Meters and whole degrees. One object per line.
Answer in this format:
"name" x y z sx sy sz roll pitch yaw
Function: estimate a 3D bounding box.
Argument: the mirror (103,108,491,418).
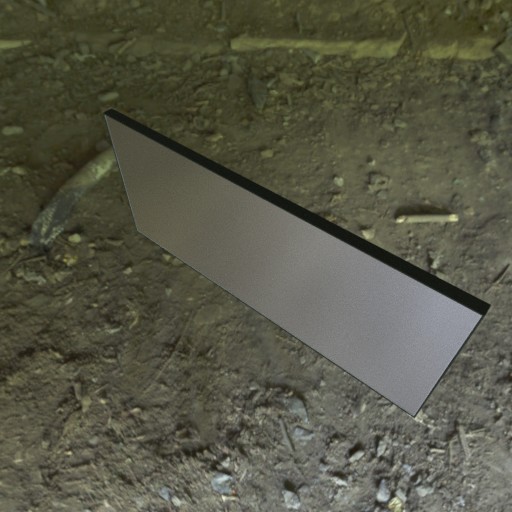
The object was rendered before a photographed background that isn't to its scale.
"mirror" 0.000 0.000 1.762 1.584 0.692 0.047 31 55 25
